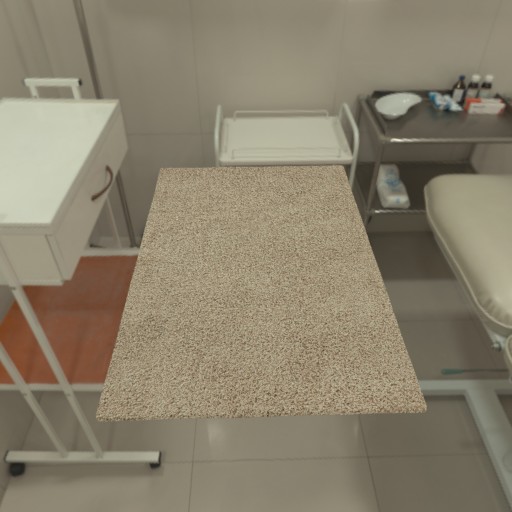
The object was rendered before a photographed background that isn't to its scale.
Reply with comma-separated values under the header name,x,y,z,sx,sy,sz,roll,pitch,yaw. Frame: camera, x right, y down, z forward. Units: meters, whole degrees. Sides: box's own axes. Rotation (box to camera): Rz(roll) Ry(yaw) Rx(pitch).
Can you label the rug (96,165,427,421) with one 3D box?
name,x,y,z,sx,sy,sz,roll,pitch,yaw
rug,0.000,0.000,2.289,1.219,0.030,1.778,-1,41,-1
